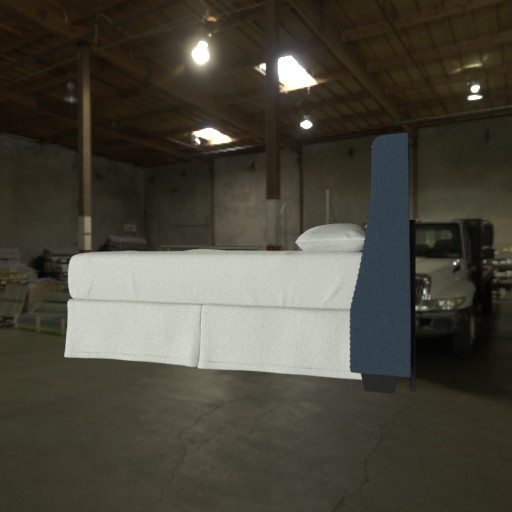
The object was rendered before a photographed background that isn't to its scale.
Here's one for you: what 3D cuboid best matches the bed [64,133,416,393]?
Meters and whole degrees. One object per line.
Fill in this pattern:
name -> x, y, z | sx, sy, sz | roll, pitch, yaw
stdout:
bed -> 0.000, 0.000, 3.372 | 2.237, 1.407, 1.710 | 0, 0, 18
